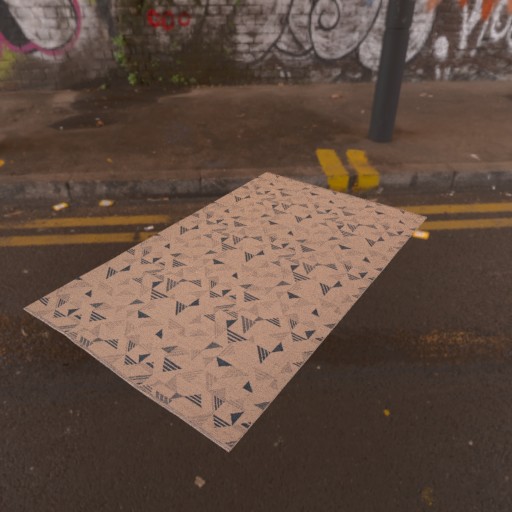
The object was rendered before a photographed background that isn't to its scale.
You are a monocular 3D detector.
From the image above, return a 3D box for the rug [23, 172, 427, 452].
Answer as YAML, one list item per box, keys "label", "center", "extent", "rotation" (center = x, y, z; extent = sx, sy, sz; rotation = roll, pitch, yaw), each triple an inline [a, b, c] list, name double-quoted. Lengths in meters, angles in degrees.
- label: "rug"
  center: [0.000, 0.000, 2.990]
  extent: [1.512, 0.009, 2.457]
  rotation: [22, 39, 29]
